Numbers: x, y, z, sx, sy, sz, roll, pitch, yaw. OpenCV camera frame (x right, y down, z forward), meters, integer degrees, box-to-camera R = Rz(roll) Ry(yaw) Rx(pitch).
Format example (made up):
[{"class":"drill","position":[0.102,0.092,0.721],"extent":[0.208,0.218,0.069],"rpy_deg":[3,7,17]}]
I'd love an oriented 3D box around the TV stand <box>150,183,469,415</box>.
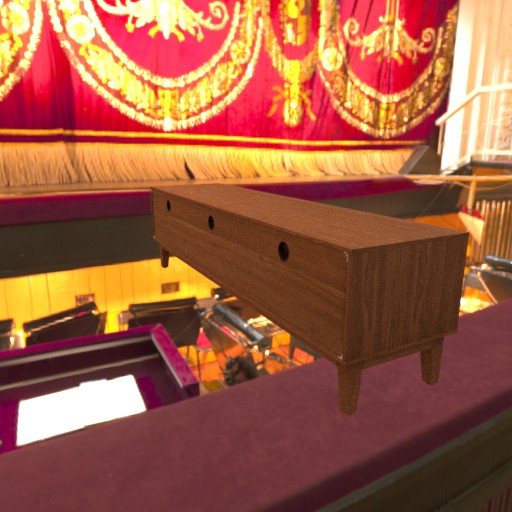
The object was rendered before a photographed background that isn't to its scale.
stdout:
[{"class":"TV stand","position":[0.000,0.000,1.666],"extent":[0.366,0.409,1.482],"rpy_deg":[-8,16,-28]}]
